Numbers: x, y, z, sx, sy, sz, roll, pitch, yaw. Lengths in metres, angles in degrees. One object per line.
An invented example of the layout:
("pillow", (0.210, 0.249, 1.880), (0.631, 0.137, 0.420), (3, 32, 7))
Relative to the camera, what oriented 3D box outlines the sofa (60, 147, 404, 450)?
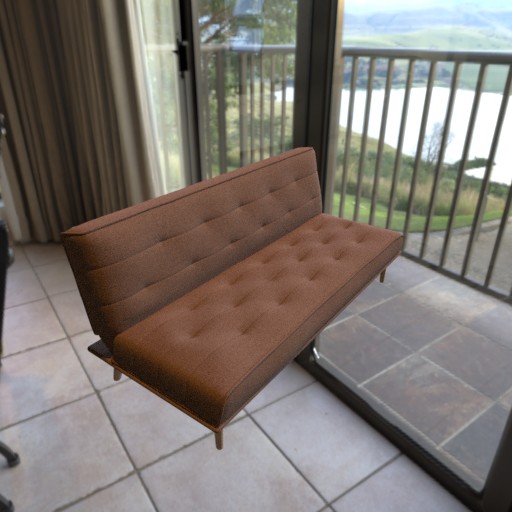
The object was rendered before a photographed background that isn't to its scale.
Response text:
("sofa", (0.000, 0.000, 2.414), (1.038, 0.810, 1.820), (19, 32, 32))
